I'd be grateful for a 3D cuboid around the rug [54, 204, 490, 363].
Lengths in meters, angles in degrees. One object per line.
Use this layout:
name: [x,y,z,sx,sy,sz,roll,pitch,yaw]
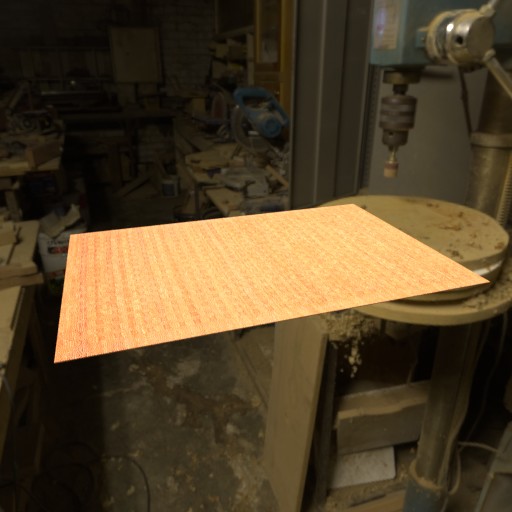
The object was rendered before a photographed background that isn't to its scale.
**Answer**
rug: [0.000,0.000,2.840,2.285,0.006,1.524,-8,25,-17]
